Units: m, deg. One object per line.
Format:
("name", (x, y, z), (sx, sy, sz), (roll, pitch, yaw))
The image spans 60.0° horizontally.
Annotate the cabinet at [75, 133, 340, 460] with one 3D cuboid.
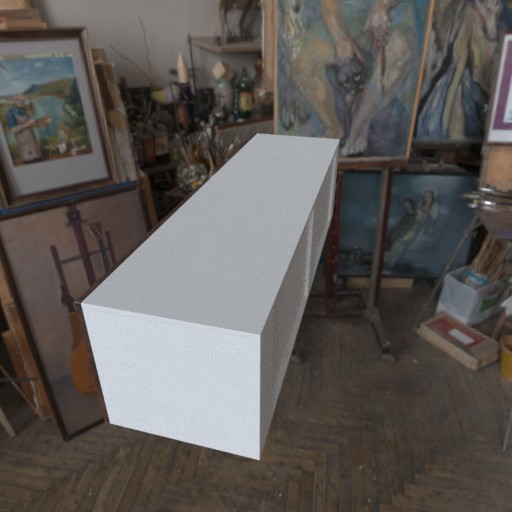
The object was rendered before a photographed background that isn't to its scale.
("cabinet", (0.000, 0.000, 1.701), (0.431, 0.533, 1.499), (8, 31, 13))
